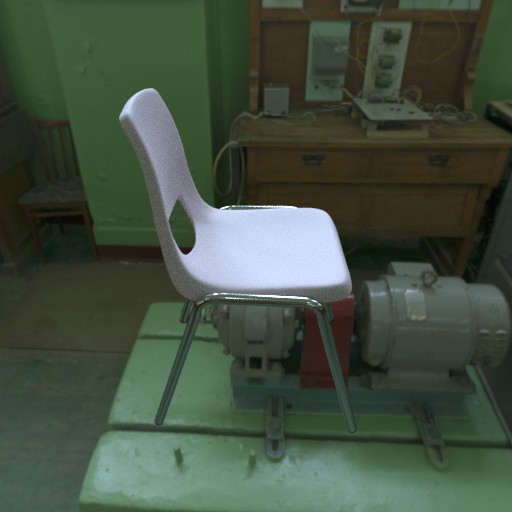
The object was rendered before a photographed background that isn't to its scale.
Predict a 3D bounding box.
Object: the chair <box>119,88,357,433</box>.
[{"bbox_3d":[0.000,0.000,0.934,0.436,0.653,0.381,0,32,1],"label":"chair"}]
